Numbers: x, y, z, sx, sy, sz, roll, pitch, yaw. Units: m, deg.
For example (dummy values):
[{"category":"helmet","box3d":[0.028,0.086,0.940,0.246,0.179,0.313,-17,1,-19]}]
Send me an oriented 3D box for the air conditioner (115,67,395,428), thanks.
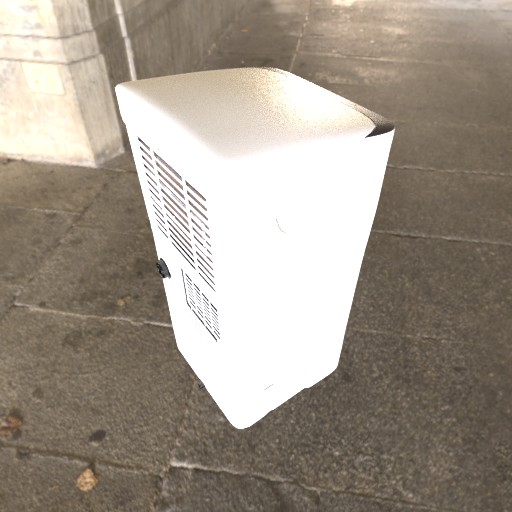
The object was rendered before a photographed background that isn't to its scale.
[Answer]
[{"category":"air conditioner","box3d":[0.000,0.000,0.939,0.369,0.716,0.352,-25,48,-26]}]
